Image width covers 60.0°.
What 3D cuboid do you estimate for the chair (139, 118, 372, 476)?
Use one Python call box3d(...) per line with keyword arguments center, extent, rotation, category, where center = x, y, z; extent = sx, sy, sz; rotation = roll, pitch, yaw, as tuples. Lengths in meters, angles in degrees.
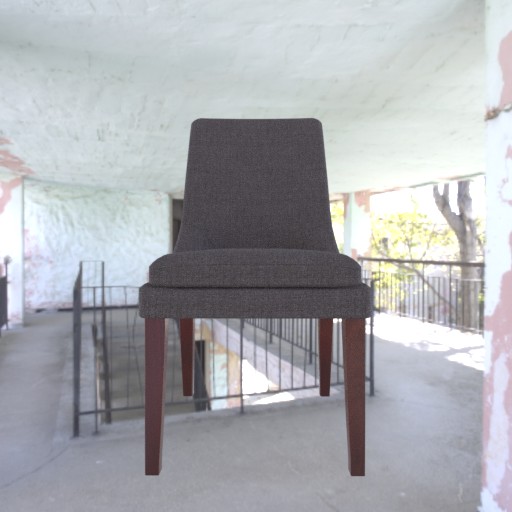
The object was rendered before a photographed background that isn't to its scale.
box3d(center=(0.000, 0.000, 1.273), extent=(0.508, 0.952, 0.655), rotation=(0, 1, 0), category="chair")
